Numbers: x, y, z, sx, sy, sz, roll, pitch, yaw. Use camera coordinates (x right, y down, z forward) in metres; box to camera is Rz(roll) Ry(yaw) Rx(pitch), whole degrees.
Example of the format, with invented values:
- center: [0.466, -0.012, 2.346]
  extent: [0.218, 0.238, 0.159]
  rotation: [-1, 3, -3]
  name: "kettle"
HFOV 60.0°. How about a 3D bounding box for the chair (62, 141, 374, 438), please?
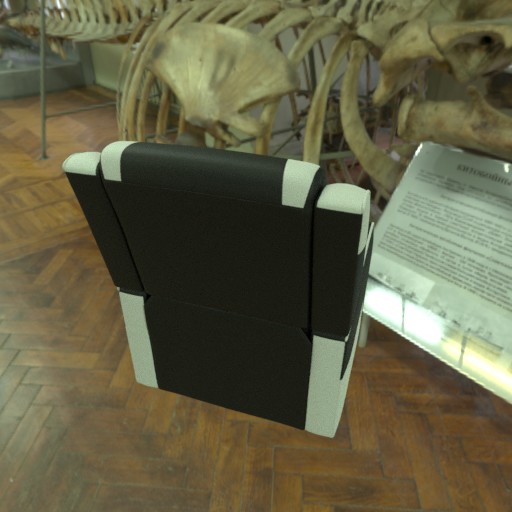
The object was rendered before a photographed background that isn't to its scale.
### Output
- center: [0.000, 0.000, 1.267]
  extent: [0.620, 0.805, 0.672]
  rotation: [10, 34, 16]
  name: "chair"
